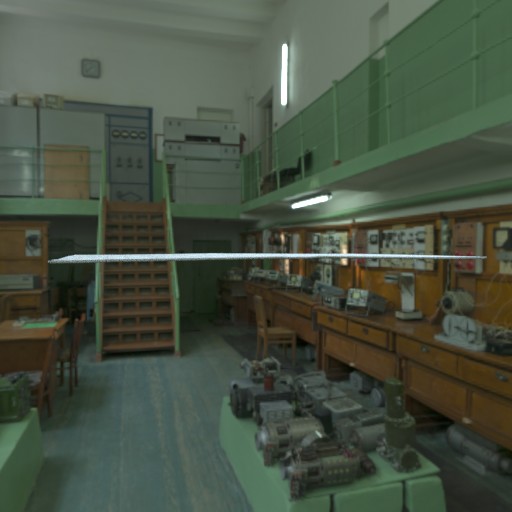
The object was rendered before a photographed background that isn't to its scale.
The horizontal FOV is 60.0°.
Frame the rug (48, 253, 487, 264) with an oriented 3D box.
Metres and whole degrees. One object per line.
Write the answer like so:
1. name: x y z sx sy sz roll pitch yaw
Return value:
1. rug: 0.000 0.000 2.276 1.820 0.022 1.179 0 1 -18
